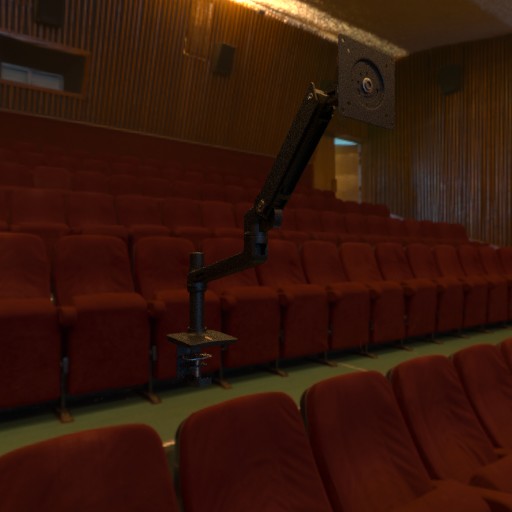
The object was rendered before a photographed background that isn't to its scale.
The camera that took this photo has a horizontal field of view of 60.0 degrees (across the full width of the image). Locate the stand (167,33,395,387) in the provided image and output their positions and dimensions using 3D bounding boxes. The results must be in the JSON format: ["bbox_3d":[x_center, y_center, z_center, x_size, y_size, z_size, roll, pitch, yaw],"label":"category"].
[{"bbox_3d":[0.000,0.000,1.015,0.152,0.713,0.650,1,-1,-37],"label":"stand"}]
